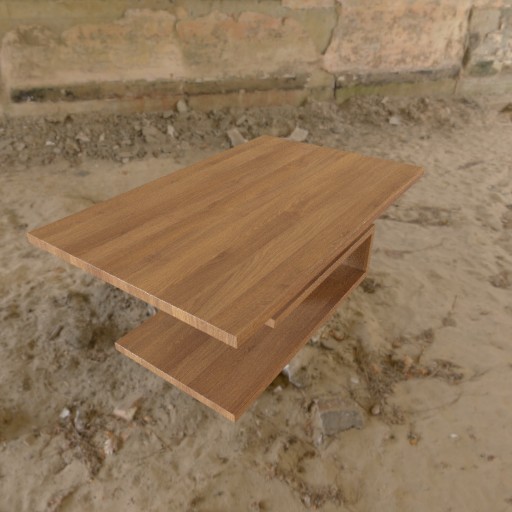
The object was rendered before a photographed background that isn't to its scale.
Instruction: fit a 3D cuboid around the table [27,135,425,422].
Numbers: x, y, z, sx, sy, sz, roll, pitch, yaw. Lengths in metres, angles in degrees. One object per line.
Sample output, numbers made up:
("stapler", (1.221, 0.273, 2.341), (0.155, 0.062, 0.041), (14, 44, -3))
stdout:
("table", (0.000, 0.000, 1.491), (0.700, 0.442, 1.100), (20, 37, 30))
